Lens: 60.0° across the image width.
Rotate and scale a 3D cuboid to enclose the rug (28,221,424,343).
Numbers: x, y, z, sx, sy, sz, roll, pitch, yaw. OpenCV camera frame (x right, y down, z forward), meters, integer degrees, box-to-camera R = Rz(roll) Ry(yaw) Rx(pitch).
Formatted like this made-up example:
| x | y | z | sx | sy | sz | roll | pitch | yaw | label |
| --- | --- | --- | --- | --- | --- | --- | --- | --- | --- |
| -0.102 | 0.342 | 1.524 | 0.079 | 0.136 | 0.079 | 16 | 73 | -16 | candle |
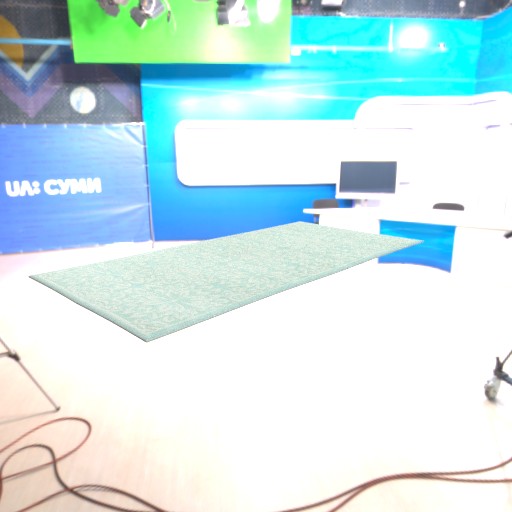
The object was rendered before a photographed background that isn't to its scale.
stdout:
| x | y | z | sx | sy | sz | roll | pitch | yaw | label |
| --- | --- | --- | --- | --- | --- | --- | --- | --- | --- |
| 0.000 | 0.000 | 1.466 | 0.604 | 0.007 | 1.219 | 14 | 20 | 42 | rug |
